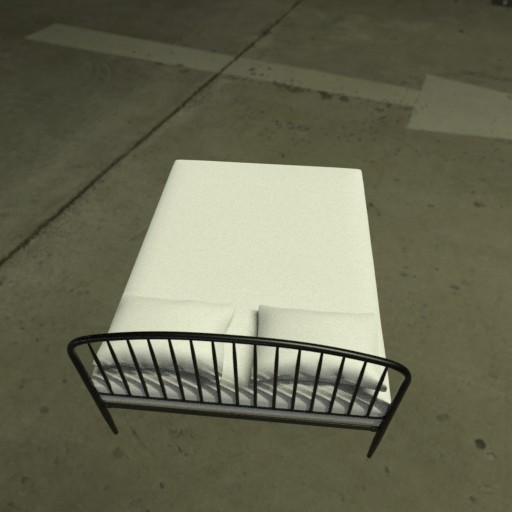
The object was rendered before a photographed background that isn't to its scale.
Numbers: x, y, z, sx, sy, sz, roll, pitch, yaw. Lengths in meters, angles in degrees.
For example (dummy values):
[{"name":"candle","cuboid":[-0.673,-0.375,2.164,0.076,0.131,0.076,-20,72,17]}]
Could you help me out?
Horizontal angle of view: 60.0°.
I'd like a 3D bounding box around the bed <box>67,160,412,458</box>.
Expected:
[{"name":"bed","cuboid":[0.000,0.000,3.056,1.618,1.166,2.159,4,46,4]}]
